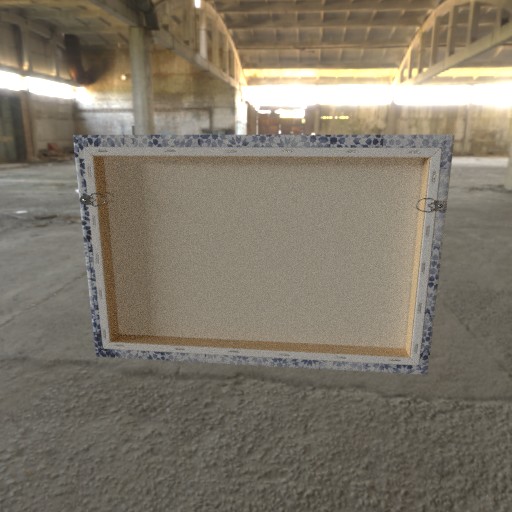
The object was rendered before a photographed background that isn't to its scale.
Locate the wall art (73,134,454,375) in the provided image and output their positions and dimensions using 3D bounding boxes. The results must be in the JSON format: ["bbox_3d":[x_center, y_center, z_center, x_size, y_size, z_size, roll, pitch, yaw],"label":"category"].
[{"bbox_3d":[0.000,0.000,1.153,0.911,0.608,0.057,2,15,6],"label":"wall art"}]
